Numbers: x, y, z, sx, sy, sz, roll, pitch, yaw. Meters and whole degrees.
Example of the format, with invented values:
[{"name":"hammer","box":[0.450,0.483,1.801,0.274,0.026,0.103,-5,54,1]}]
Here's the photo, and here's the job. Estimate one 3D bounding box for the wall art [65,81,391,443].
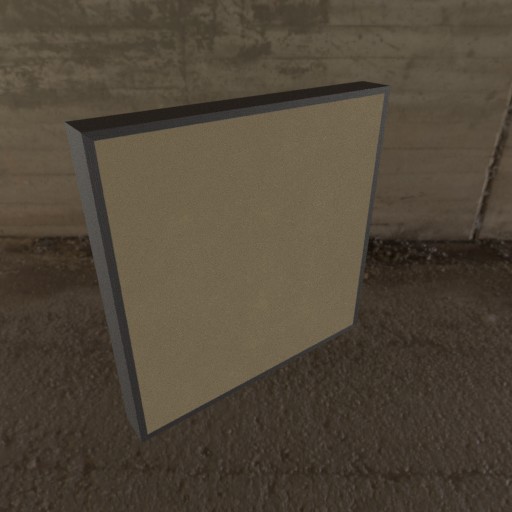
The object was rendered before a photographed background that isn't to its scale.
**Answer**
[{"name":"wall art","box":[0.000,0.000,0.446,0.302,0.300,0.036,-20,36,-31]}]
